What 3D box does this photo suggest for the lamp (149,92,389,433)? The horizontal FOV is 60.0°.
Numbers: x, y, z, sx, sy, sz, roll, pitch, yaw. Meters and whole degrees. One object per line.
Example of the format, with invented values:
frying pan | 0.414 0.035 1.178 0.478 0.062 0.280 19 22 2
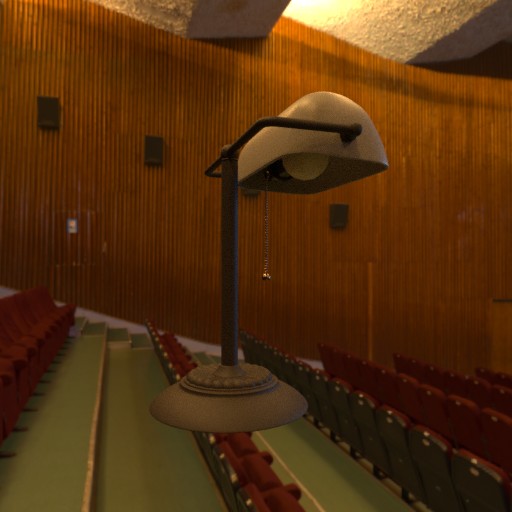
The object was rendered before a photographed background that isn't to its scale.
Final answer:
lamp | 0.000 0.000 0.521 0.243 0.339 0.264 0 -1 -18
